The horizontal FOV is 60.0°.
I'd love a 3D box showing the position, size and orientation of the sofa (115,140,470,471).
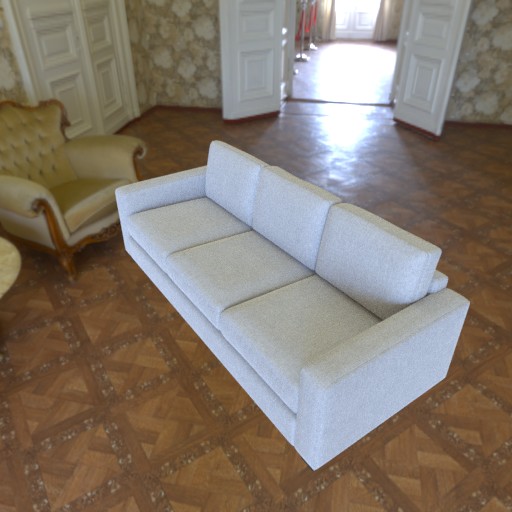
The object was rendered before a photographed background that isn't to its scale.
[{"bbox_3d":[0.000,0.000,2.575,0.900,0.800,2.120,-21,38,-29],"label":"sofa"}]
